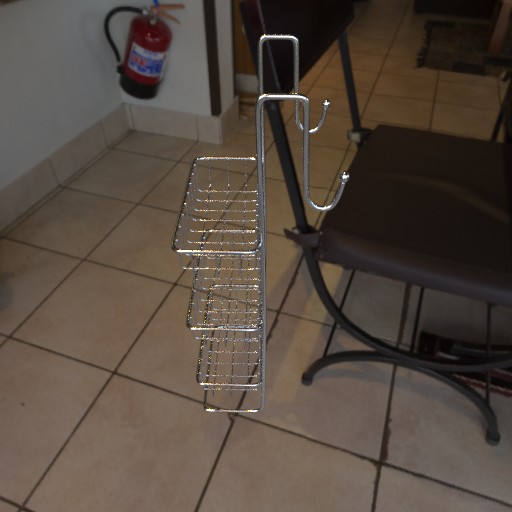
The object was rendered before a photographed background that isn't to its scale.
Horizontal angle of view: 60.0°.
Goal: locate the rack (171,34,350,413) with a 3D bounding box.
[{"bbox_3d":[0.000,0.000,0.675,0.202,0.574,0.228,1,41,1],"label":"rack"}]
